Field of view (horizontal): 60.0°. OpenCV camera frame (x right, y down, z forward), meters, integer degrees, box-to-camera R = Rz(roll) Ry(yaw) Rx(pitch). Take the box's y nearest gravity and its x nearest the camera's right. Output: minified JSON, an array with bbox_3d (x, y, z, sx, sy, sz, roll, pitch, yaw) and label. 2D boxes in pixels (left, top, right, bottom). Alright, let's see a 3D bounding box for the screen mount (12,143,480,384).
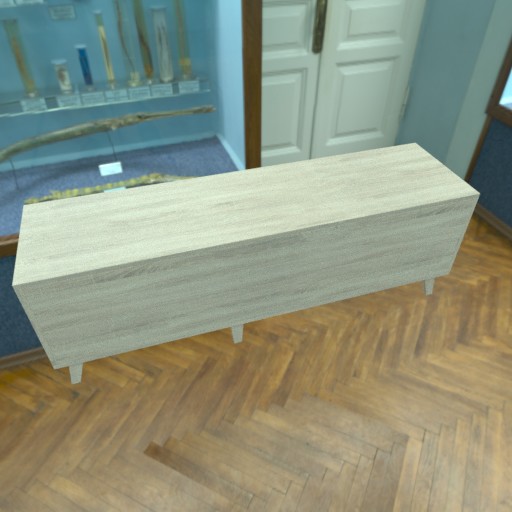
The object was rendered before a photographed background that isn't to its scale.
[{"bbox_3d":[0.000,0.000,1.672,1.500,0.510,0.400,-12,42,-13],"label":"screen mount"}]
